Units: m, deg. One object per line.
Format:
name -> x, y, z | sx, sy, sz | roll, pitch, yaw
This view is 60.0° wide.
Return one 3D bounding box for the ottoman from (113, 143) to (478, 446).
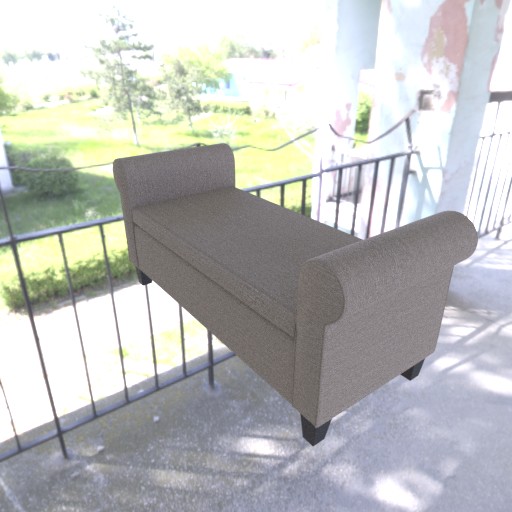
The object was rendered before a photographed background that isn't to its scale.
ottoman -> 0.000, 0.000, 1.558 | 0.521, 0.547, 1.256 | -18, 31, -33
